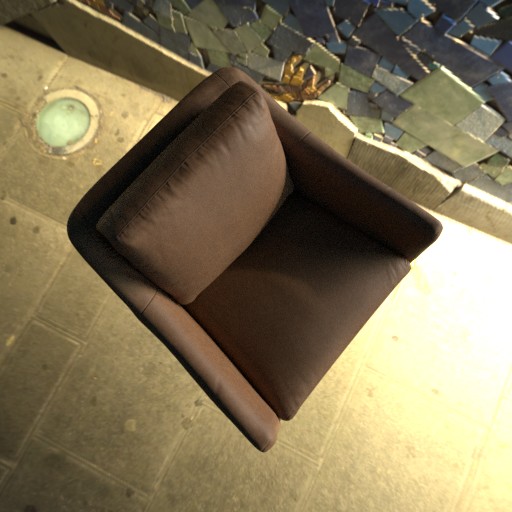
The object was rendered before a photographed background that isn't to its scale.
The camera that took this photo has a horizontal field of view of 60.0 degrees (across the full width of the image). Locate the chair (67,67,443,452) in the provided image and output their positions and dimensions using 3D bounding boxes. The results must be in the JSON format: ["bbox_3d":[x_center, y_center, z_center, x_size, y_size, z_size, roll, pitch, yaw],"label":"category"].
[{"bbox_3d":[0.000,0.000,1.671,0.963,0.895,0.988,40,79,9],"label":"chair"}]
